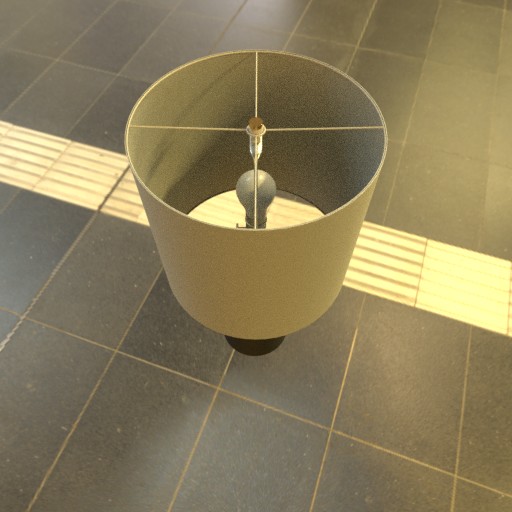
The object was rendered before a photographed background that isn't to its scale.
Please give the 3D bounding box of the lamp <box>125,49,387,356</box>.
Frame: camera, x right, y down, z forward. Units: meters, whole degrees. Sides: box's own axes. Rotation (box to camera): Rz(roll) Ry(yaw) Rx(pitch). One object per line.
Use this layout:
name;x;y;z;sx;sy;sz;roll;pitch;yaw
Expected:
lamp;0.000;0.000;0.764;0.308;0.580;0.308;0;57;0
